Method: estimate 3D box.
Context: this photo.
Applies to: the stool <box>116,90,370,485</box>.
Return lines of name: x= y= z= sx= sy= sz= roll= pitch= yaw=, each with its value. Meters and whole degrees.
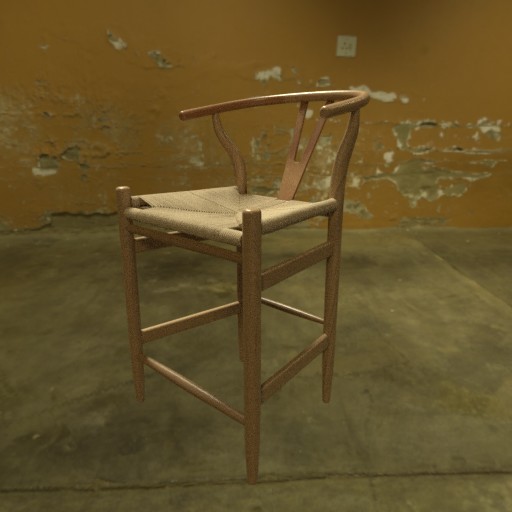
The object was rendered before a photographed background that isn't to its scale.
stool: x=0.000 y=0.000 z=1.281 sx=0.536 sy=0.923 sz=0.575 roll=15 pitch=22 yaw=41
